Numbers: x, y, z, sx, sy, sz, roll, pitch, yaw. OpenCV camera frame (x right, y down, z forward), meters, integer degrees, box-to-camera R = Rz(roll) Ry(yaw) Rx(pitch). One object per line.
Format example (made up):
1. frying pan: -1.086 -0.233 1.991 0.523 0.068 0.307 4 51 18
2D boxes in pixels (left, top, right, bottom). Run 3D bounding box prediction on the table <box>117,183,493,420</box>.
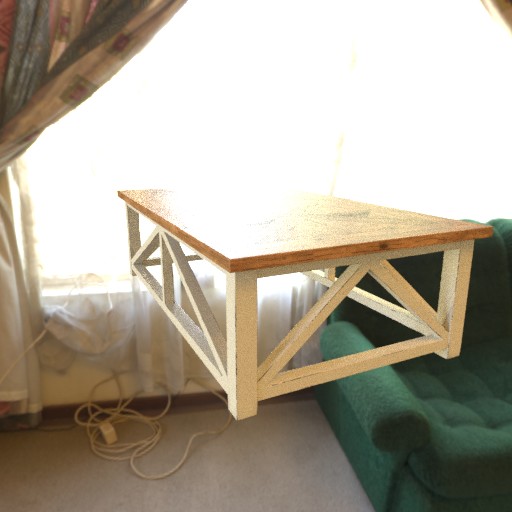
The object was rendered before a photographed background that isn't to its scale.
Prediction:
1. table: 0.000 0.000 1.733 0.800 0.410 1.400 -7 16 -25
